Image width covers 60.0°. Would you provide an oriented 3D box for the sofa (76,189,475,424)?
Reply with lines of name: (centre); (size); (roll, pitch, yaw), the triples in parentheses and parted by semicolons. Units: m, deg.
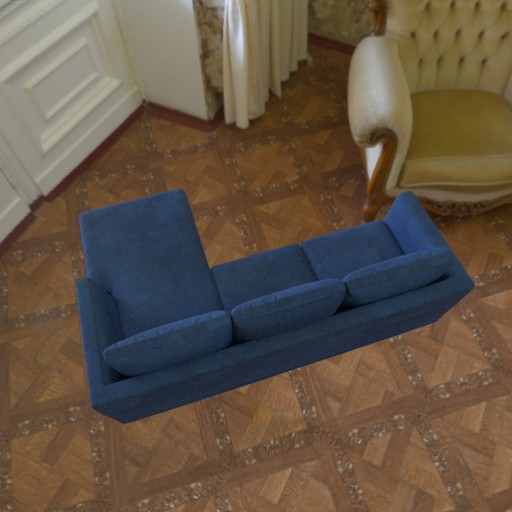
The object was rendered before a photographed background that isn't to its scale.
sofa: (0.000, 0.000, 3.247); (2.438, 0.987, 1.622); (-16, 59, -10)
